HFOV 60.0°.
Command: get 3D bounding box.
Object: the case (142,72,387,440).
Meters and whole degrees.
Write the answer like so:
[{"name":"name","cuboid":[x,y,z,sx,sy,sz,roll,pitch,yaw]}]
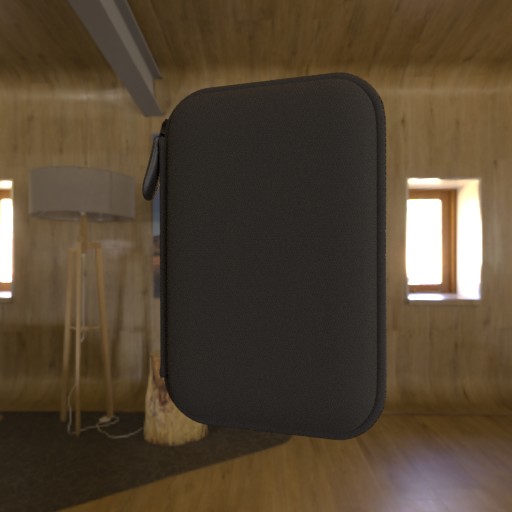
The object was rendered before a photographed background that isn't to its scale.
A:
[{"name":"case","cuboid":[0.000,0.000,0.189,0.107,0.147,0.030,0,0,17]}]
